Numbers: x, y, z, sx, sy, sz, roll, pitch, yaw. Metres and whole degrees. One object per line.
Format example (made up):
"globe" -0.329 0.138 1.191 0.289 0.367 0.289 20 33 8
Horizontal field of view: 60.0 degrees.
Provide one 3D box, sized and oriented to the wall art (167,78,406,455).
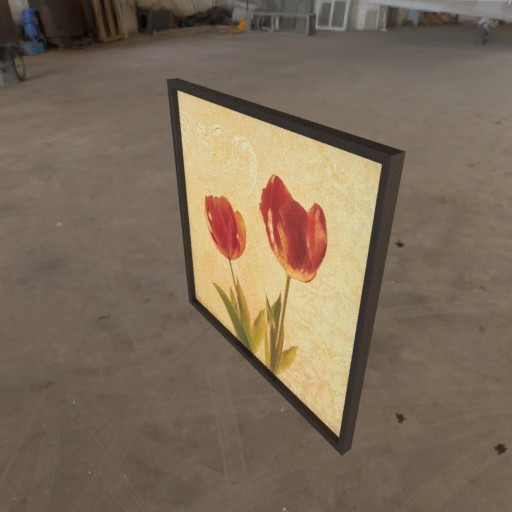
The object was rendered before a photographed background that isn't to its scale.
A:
"wall art" 0.000 0.000 1.221 0.043 0.807 0.805 -21 38 -30
